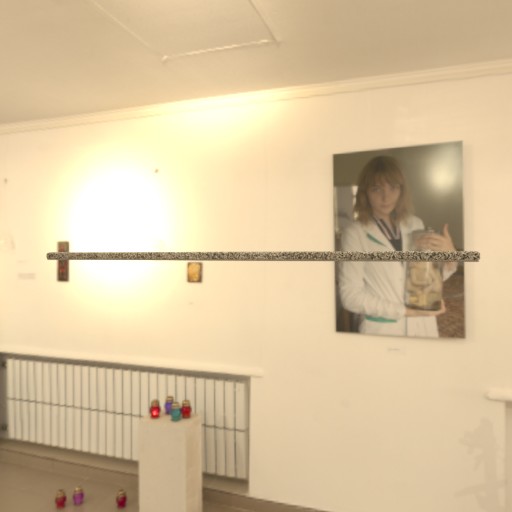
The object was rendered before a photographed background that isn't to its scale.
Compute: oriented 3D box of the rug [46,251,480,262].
[{"bbox_3d":[0.000,0.000,1.758,1.524,0.030,0.609,0,0,19],"label":"rug"}]
